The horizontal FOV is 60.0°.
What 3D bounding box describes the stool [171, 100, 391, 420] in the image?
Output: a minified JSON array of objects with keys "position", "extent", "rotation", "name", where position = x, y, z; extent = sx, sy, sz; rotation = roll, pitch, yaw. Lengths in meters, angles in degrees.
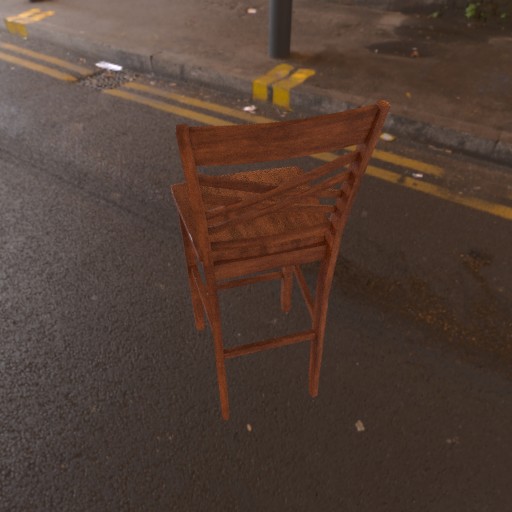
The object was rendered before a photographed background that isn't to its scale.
[{"position":[0.000,0.000,1.376],"extent":[0.433,1.105,0.487],"rotation":[-11,43,-12],"name":"stool"}]
